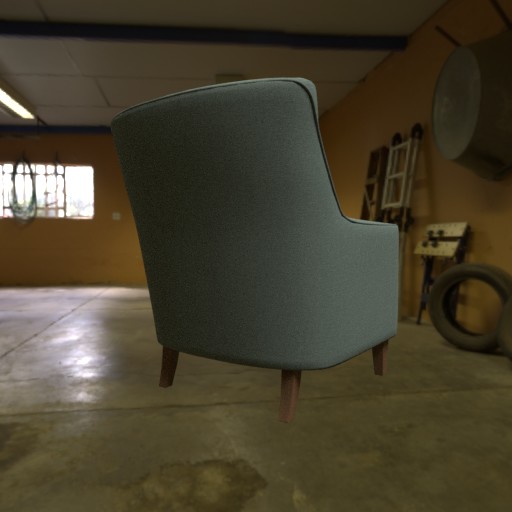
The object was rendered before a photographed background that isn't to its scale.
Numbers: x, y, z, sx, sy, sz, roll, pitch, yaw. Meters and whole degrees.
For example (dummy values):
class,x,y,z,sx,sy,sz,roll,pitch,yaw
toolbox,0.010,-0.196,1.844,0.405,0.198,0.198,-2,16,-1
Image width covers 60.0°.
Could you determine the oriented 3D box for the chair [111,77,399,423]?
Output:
class,x,y,z,sx,sy,sz,roll,pitch,yaw
chair,0.000,0.000,1.555,0.756,0.916,0.879,1,2,36
